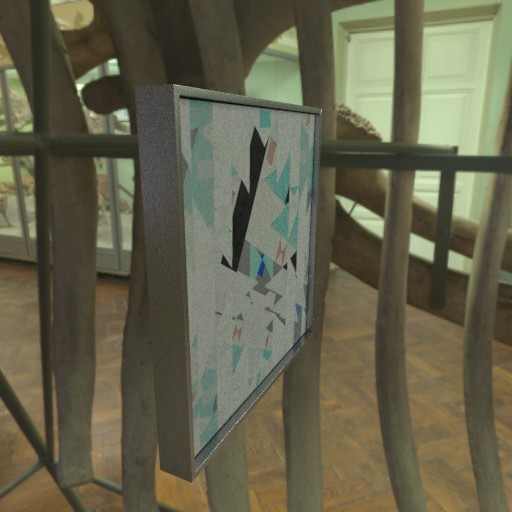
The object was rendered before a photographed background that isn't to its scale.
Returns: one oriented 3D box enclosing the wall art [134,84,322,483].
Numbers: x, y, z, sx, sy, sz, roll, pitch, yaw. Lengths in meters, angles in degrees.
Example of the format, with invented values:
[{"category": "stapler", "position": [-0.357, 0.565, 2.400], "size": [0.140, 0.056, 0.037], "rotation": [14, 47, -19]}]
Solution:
[{"category": "wall art", "position": [0.000, 0.000, 0.528], "size": [0.038, 0.350, 0.350], "rotation": [7, 17, 25]}]
